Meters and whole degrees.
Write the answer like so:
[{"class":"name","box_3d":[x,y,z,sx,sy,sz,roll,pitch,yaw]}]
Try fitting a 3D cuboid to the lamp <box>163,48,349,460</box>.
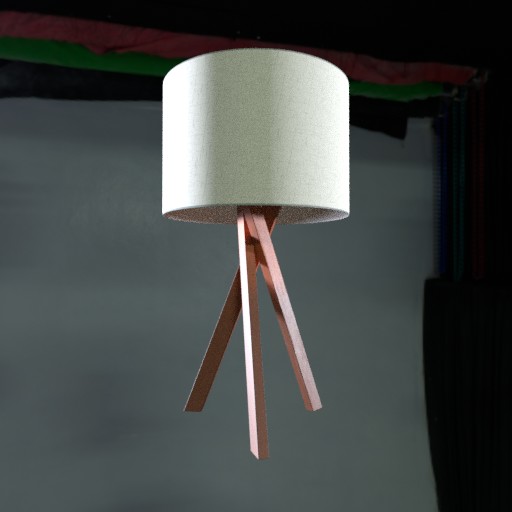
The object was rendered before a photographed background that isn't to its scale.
[{"class":"lamp","box_3d":[0.000,0.000,0.921,0.380,0.686,0.380,0,-1,-18]}]
